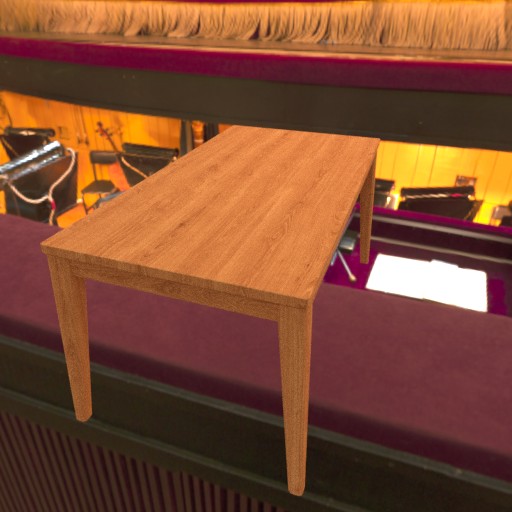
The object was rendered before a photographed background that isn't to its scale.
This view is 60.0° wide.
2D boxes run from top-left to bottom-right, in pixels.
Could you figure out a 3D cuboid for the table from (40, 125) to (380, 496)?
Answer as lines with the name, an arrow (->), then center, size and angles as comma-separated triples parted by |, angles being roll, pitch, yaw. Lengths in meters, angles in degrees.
table -> 0.000, 0.000, 2.033 | 0.900, 0.760, 1.600 | 10, 32, 17
